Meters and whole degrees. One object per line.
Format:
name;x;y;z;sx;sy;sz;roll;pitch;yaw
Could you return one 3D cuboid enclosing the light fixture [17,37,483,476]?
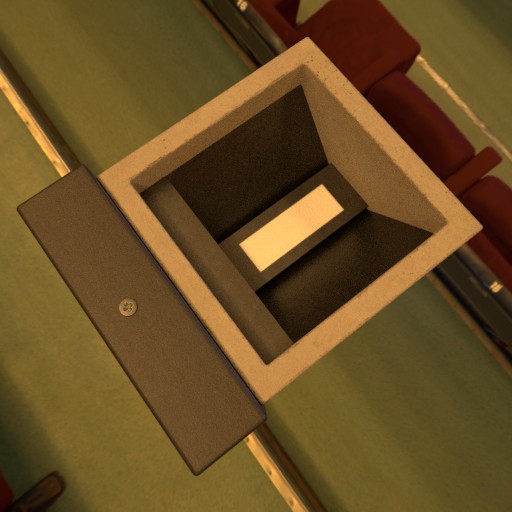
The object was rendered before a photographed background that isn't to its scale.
light fixture;0.000;0.000;0.228;0.143;0.121;0.121;-36;79;-8
